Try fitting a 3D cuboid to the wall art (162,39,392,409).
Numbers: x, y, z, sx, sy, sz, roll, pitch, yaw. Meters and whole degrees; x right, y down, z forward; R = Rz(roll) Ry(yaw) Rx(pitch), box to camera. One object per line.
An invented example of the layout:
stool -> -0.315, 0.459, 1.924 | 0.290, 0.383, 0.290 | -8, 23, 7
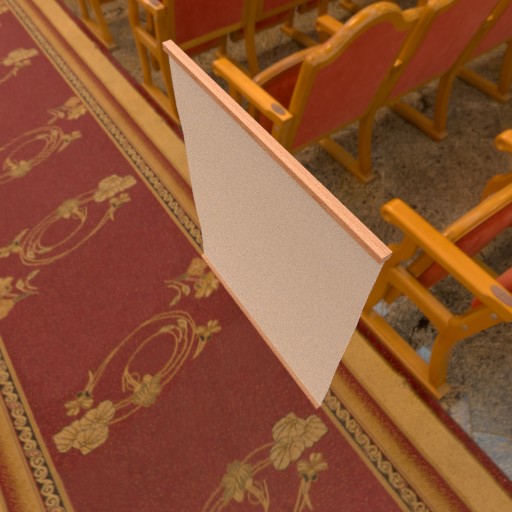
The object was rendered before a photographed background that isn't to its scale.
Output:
wall art -> 0.000, 0.000, 0.695 | 0.013, 0.508, 0.406 | -30, 62, -18
